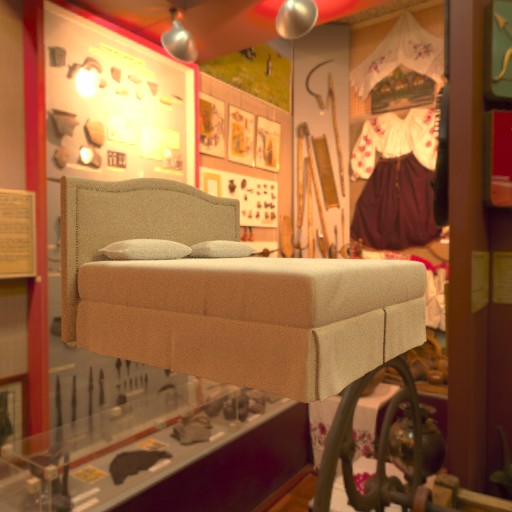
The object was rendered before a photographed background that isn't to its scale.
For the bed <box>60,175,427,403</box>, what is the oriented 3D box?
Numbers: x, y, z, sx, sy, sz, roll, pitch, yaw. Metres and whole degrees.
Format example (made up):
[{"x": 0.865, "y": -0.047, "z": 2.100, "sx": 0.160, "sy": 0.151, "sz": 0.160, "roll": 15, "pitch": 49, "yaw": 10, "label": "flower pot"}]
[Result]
[{"x": 0.000, "y": 0.000, "z": 3.555, "sx": 2.182, "sy": 1.421, "sz": 2.083, "roll": 1, "pitch": 1, "yaw": 37, "label": "bed"}]
